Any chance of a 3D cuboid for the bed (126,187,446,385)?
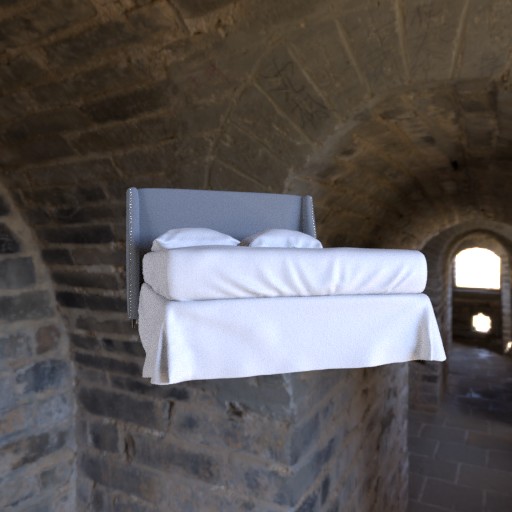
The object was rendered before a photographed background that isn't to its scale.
[{"bbox_3d":[0.000,0.000,3.508,1.925,1.332,2.276,0,0,-18],"label":"bed"}]
